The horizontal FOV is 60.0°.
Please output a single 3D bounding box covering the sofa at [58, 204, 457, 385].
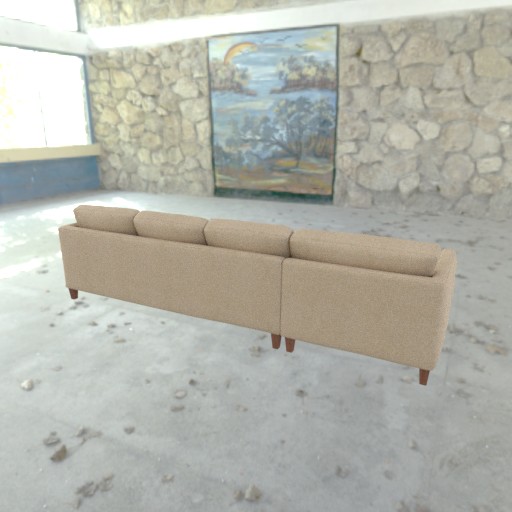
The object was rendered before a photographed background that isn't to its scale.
[{"bbox_3d":[0.000,0.000,3.882,3.201,0.876,1.502,8,19,26],"label":"sofa"}]
